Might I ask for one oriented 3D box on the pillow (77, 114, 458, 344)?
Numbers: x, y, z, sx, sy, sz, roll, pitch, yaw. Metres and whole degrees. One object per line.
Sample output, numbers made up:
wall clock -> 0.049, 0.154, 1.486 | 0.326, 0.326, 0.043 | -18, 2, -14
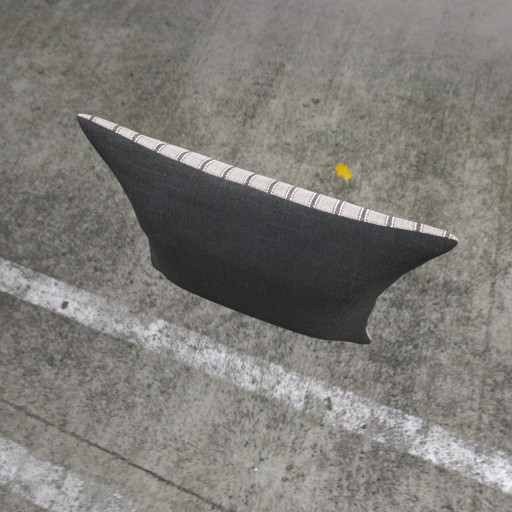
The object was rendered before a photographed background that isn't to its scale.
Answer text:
pillow -> 0.000, 0.000, 0.696 | 0.468, 0.444, 0.138 | 19, 66, 9
